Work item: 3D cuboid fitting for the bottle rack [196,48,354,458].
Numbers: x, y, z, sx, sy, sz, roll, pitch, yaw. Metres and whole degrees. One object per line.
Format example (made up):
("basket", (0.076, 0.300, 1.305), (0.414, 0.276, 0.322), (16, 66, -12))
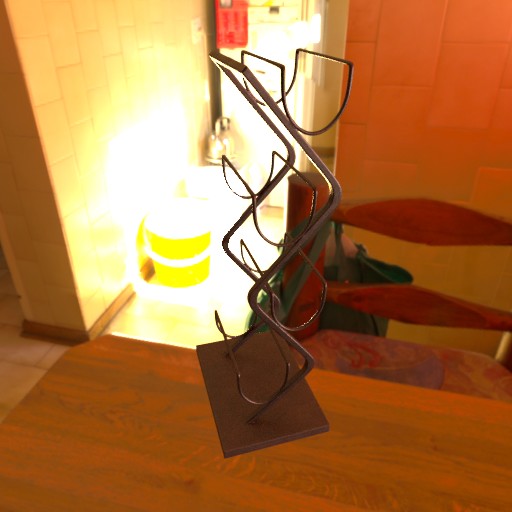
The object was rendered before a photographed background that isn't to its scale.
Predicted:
("bottle rack", (0.000, 0.000, 0.675), (0.178, 0.559, 0.254), (-8, 31, -14))
